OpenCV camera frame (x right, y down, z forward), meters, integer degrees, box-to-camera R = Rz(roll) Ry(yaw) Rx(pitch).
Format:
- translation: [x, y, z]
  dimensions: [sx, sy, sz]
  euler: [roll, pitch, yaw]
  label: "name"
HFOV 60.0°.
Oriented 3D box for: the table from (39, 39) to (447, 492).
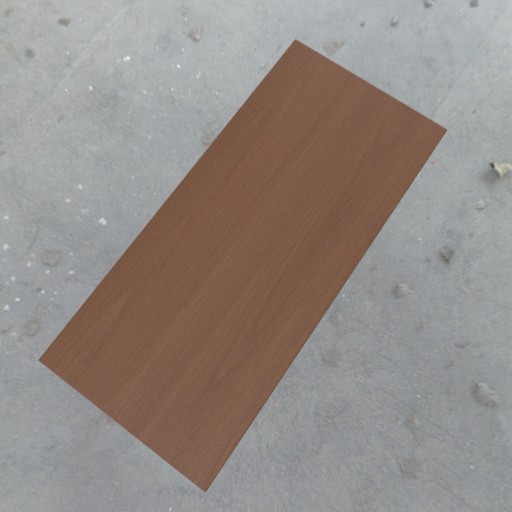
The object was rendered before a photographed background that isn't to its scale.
- translation: [0.000, 0.000, 1.324]
  dimensions: [0.500, 0.400, 1.100]
  euler: [34, 79, 8]
  label: "table"
